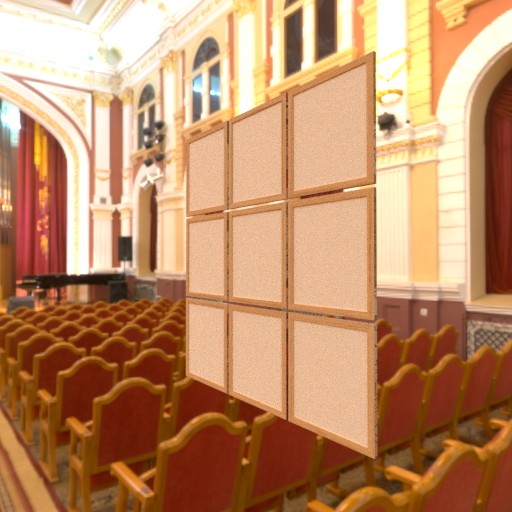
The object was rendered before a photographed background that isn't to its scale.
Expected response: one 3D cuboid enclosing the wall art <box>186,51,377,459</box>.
[{"bbox_3d":[0.000,0.000,1.810,0.013,1.218,1.206,1,-1,-36],"label":"wall art"}]
